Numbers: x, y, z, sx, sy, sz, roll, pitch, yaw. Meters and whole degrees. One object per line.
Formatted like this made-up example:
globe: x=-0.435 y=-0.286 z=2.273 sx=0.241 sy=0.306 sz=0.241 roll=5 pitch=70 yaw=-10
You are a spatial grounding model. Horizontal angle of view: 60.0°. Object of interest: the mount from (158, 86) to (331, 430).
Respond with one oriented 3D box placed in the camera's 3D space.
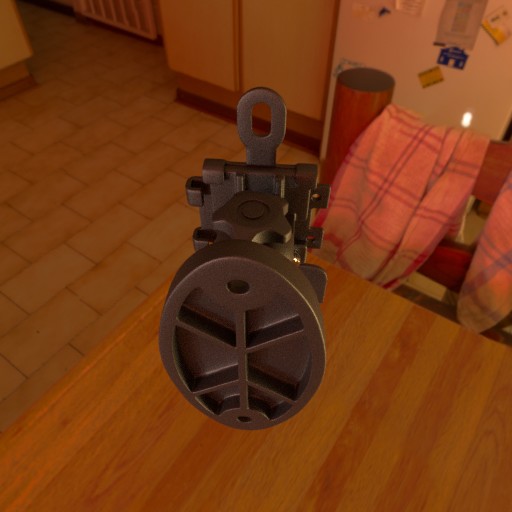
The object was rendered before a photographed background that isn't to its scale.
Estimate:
mount: x=0.000 y=0.000 z=0.176 sx=0.066 sy=0.118 sz=0.100 roll=4 pitch=48 yaw=3
